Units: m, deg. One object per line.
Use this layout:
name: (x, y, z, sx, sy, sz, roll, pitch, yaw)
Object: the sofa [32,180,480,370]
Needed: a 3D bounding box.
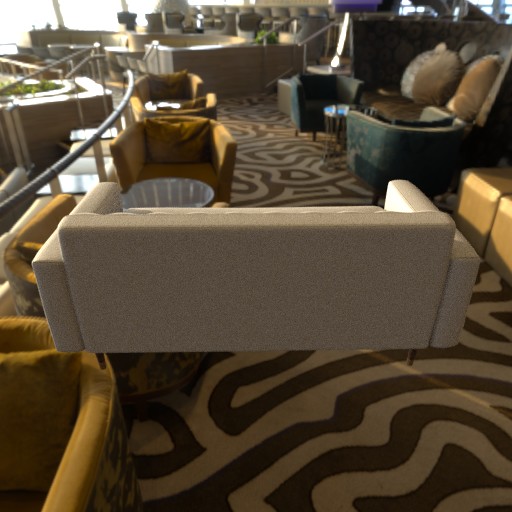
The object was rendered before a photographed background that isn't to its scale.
sofa: (0.000, 0.000, 2.353, 1.895, 0.814, 0.969, -1, 29, -1)
